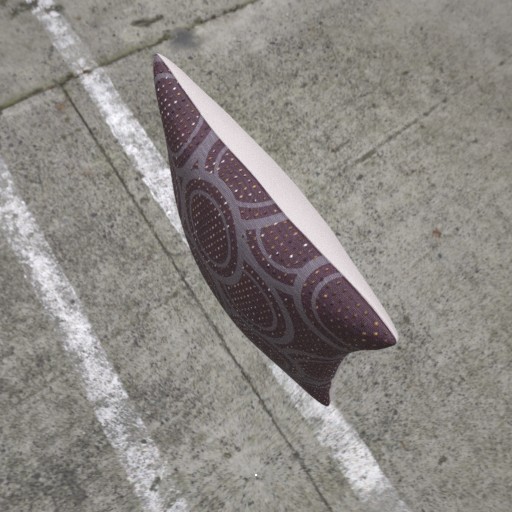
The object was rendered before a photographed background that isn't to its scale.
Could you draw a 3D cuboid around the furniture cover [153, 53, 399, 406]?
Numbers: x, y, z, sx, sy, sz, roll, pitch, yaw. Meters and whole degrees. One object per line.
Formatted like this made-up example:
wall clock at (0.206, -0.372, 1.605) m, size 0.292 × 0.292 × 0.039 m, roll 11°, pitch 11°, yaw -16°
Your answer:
furniture cover at (0.000, 0.000, 0.808) m, size 0.193 × 0.509 × 0.552 m, roll -31°, pitch 68°, yaw -14°
